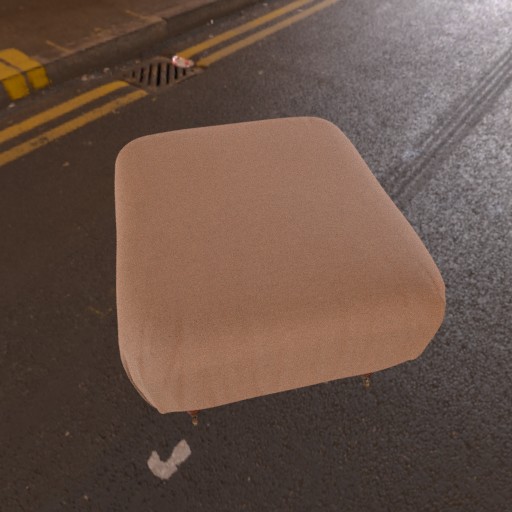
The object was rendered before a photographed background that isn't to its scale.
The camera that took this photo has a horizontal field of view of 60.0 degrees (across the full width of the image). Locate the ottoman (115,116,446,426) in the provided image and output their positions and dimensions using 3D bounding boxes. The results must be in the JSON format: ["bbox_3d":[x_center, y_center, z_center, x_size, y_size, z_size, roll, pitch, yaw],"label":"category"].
[{"bbox_3d":[0.000,0.000,1.129,0.639,0.450,0.746,-9,47,-9],"label":"ottoman"}]
